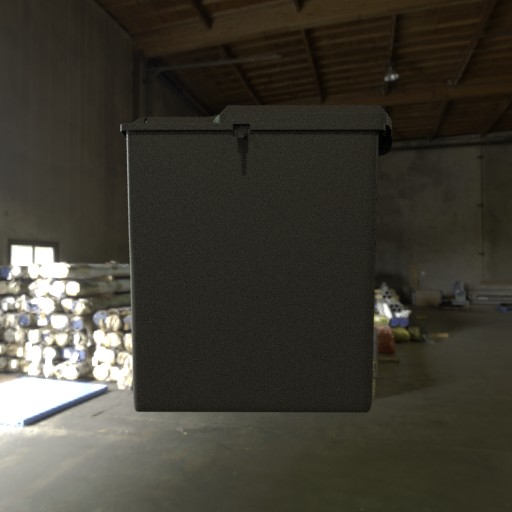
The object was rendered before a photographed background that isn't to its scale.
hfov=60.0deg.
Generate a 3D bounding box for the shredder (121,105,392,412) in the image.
[{"bbox_3d":[0.000,0.000,0.524,0.320,0.335,0.170,0,-1,0],"label":"shredder"}]
